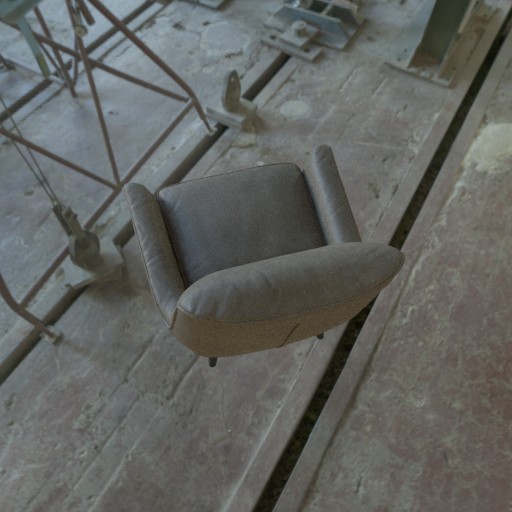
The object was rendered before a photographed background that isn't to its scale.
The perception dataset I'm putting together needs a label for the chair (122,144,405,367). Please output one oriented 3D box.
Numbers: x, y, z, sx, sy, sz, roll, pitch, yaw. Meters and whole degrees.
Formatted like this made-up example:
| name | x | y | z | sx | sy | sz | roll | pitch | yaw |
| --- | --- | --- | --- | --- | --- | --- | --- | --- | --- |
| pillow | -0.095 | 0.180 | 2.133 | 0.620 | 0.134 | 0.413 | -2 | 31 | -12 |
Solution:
| name | x | y | z | sx | sy | sz | roll | pitch | yaw |
| --- | --- | --- | --- | --- | --- | --- | --- | --- | --- |
| chair | 0.000 | 0.000 | 1.473 | 0.787 | 0.888 | 0.824 | -13 | 59 | -8 |
